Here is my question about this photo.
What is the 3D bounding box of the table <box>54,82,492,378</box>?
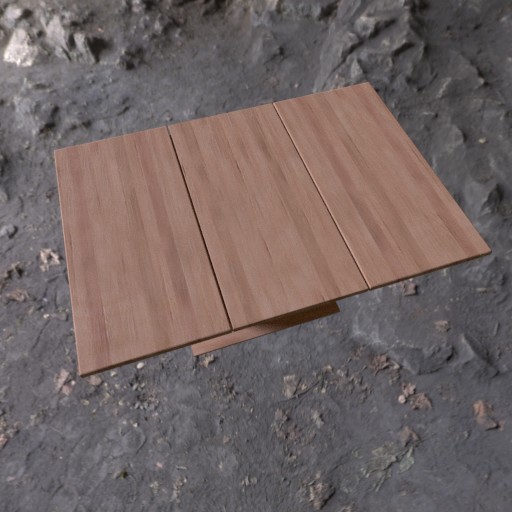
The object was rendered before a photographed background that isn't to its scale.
[{"bbox_3d":[0.000,0.000,1.863,1.300,0.770,0.900,-15,59,-10],"label":"table"}]
